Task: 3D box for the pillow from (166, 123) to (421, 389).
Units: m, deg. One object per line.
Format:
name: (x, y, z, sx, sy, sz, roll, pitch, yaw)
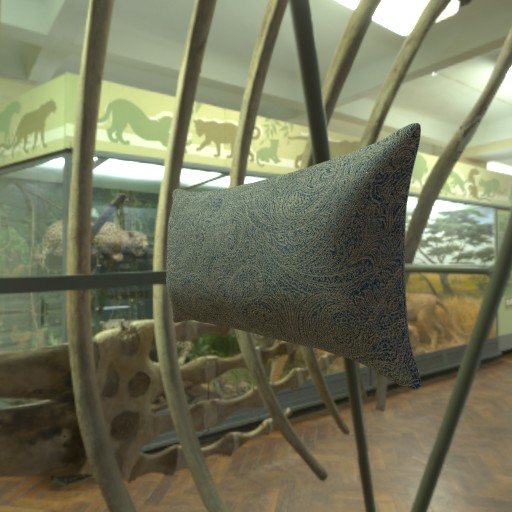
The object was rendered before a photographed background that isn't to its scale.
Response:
pillow: (0.000, 0.000, 0.734, 0.151, 0.295, 0.615, 0, 0, -36)
